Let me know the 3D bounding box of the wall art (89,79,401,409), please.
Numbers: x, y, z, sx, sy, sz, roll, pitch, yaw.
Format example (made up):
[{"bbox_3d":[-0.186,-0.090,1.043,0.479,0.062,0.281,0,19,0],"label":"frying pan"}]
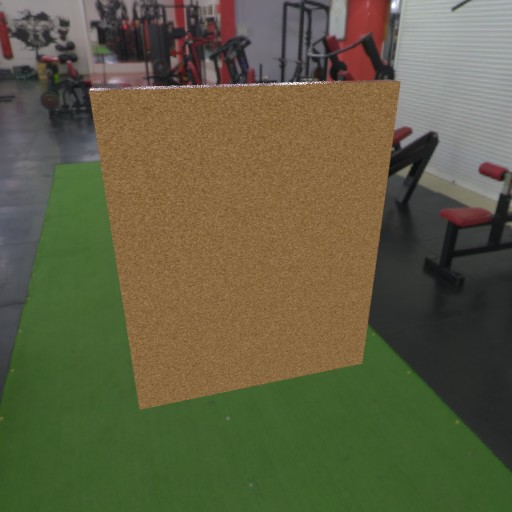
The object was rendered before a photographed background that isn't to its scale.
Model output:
[{"bbox_3d":[0.000,0.000,0.782,0.467,0.567,0.033,-7,28,-15],"label":"wall art"}]
